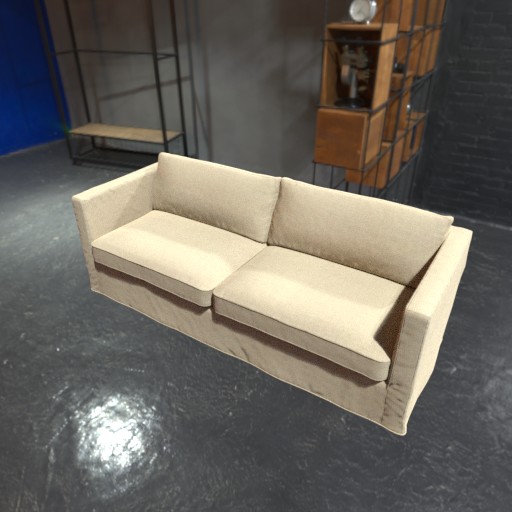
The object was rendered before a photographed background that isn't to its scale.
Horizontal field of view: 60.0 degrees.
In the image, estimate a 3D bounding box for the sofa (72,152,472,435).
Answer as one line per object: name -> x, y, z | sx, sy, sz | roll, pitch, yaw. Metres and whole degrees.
sofa -> 0.000, 0.000, 2.799 | 2.312, 0.853, 0.962 | 18, 36, 28
